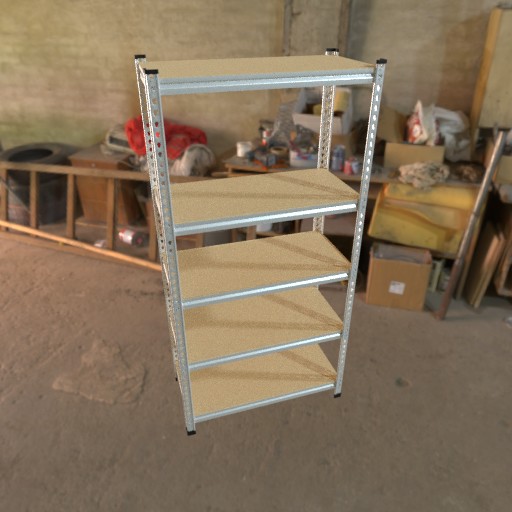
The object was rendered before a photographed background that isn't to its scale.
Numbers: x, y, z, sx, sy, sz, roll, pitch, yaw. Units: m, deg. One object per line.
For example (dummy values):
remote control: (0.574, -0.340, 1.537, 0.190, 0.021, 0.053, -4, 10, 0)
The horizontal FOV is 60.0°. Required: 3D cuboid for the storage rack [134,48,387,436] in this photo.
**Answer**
storage rack: (0.000, 0.000, 2.221, 0.914, 1.829, 0.457, -9, 32, -15)
